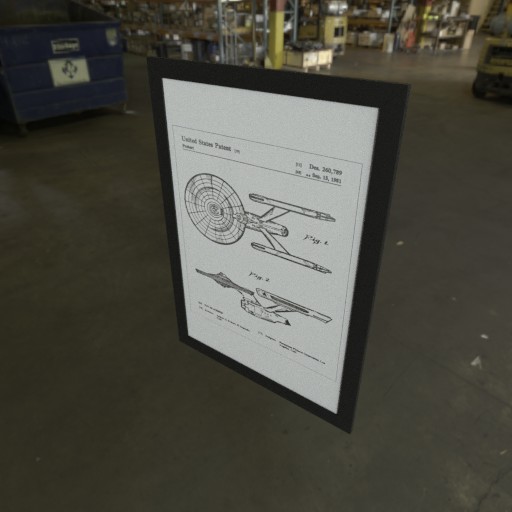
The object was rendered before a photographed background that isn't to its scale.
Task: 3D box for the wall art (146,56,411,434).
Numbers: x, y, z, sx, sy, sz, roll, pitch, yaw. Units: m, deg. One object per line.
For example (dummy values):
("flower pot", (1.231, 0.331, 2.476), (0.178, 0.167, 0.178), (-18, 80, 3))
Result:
("wall art", (0.000, 0.000, 0.672), (0.379, 0.530, 0.008), (20, 36, 30))
